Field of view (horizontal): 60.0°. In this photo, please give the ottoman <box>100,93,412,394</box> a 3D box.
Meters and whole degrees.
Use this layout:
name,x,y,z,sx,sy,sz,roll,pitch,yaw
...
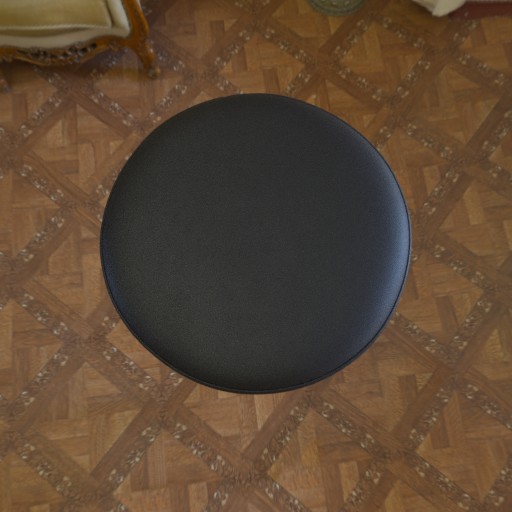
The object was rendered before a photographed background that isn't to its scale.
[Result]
name,x,y,z,sx,sy,sz,roll,pitch,yaw
ottoman,0.000,0.000,0.870,0.501,0.409,0.501,0,76,0
